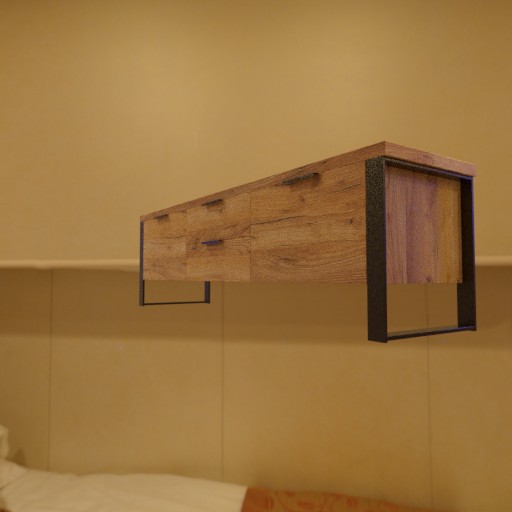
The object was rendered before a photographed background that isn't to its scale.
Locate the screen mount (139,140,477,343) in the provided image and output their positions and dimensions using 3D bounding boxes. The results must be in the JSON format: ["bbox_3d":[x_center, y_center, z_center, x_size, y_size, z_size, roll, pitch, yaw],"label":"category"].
[{"bbox_3d":[0.000,0.000,1.706,0.395,0.450,1.524,2,-3,-35],"label":"screen mount"}]
